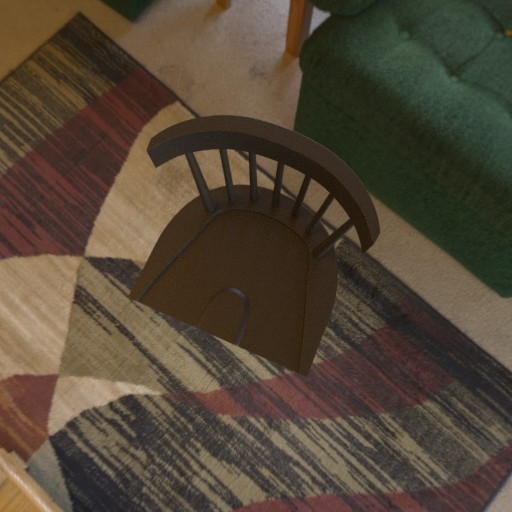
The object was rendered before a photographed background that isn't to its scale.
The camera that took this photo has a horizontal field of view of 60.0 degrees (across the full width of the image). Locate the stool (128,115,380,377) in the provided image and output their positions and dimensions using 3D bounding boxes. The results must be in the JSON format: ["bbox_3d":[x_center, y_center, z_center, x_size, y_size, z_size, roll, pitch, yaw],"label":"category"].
[{"bbox_3d":[0.000,0.000,1.270,0.494,0.953,0.549,23,79,5],"label":"stool"}]
